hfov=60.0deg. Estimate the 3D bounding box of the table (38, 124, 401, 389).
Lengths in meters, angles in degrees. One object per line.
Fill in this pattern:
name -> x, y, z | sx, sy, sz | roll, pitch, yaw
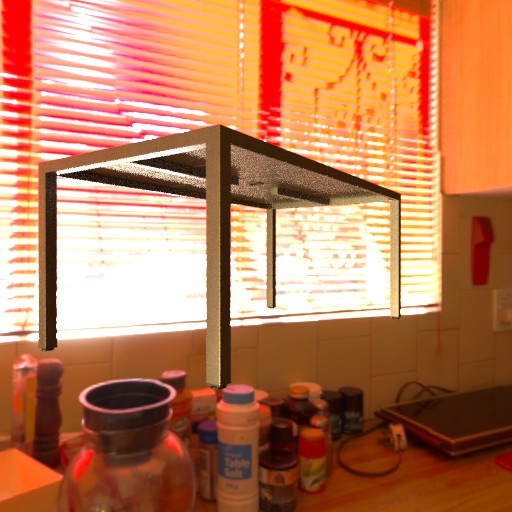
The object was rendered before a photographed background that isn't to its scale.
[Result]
table -> 0.000, 0.000, 2.164 | 0.914, 0.735, 1.680 | 0, 0, 34
